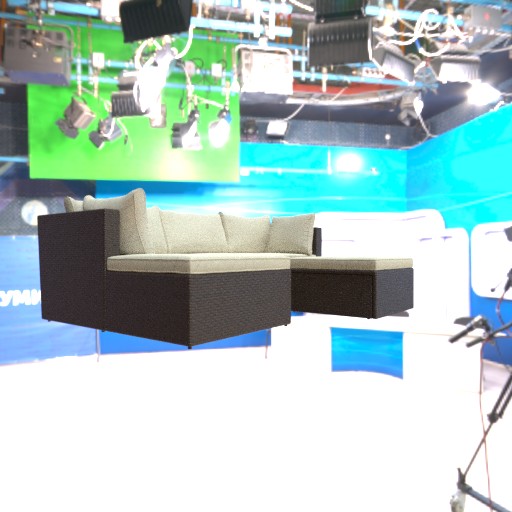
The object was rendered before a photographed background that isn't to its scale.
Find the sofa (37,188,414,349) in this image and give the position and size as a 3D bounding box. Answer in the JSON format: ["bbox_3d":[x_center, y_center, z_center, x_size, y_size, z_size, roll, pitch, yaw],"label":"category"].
[{"bbox_3d":[0.000,0.000,3.014,1.612,0.766,2.192,0,1,38],"label":"sofa"}]
